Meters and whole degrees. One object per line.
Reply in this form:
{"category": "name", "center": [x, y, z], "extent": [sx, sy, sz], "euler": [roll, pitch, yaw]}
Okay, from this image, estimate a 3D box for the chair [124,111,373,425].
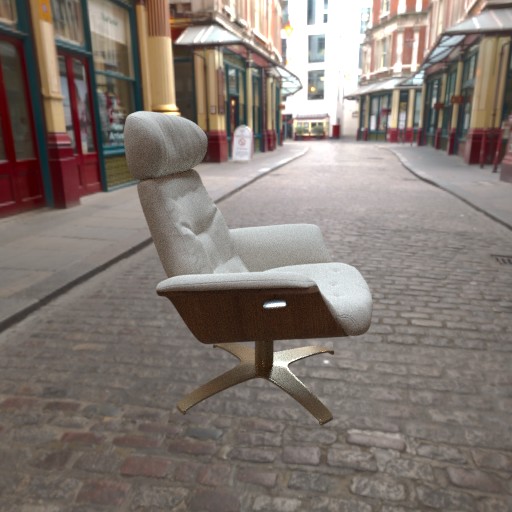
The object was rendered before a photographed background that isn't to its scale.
{"category": "chair", "center": [0.000, 0.000, 1.604], "extent": [0.837, 0.995, 0.785], "euler": [3, 16, 9]}
